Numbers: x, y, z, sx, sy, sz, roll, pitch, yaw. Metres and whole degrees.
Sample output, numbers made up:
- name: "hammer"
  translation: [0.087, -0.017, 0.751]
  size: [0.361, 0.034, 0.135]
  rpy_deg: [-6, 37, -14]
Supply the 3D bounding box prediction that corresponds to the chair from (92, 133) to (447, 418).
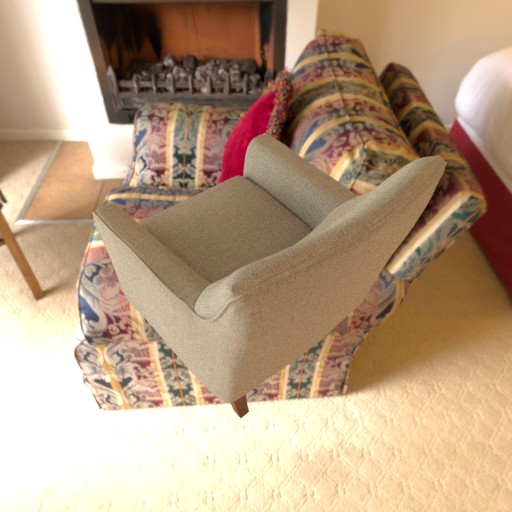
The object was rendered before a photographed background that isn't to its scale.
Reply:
- name: "chair"
  translation: [0.000, 0.000, 1.796]
  size: [0.887, 1.047, 0.993]
  rpy_deg: [-31, 54, -27]
